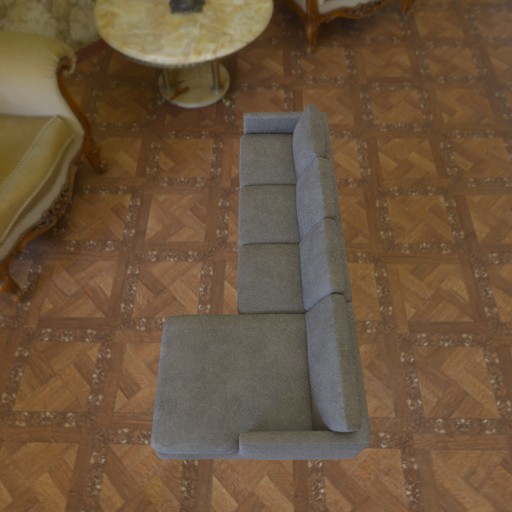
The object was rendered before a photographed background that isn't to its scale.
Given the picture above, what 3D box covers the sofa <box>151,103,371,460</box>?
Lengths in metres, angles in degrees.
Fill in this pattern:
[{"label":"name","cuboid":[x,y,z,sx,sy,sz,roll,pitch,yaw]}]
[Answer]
[{"label":"sofa","cuboid":[0.000,0.000,4.183,1.604,0.950,3.471,0,58,0]}]
